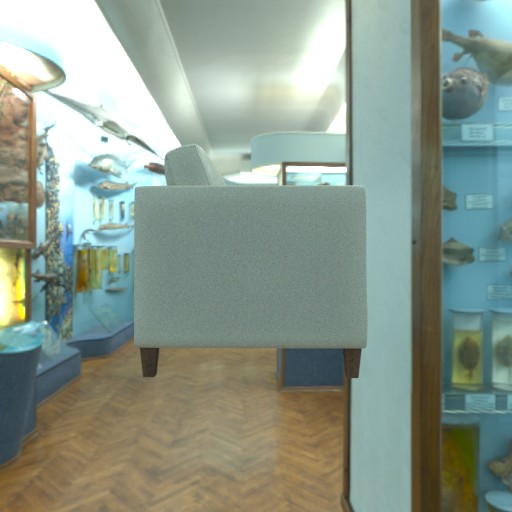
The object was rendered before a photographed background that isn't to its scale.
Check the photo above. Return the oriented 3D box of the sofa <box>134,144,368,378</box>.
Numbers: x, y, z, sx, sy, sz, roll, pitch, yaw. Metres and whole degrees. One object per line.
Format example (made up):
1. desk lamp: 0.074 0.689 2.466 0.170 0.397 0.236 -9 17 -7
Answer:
1. sofa: 0.000 0.000 2.891 0.951 0.968 2.361 0 0 1
